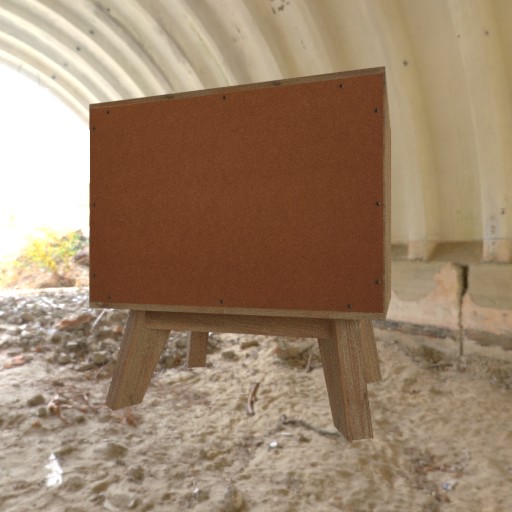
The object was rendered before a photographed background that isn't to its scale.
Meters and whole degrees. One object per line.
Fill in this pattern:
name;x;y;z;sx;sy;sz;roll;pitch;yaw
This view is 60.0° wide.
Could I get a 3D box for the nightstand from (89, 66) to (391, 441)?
nightstand;0.000;0.000;0.961;0.552;0.589;0.396;0;0;18
